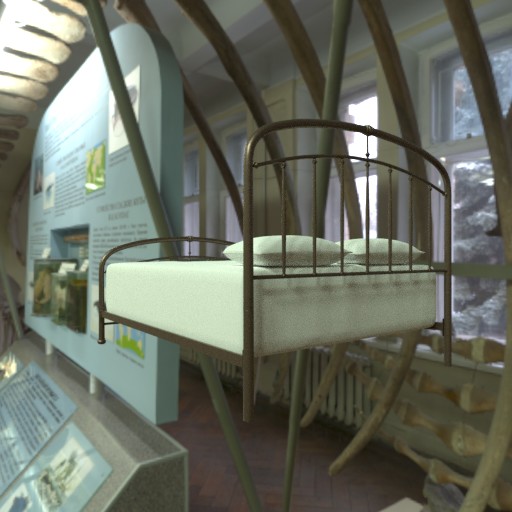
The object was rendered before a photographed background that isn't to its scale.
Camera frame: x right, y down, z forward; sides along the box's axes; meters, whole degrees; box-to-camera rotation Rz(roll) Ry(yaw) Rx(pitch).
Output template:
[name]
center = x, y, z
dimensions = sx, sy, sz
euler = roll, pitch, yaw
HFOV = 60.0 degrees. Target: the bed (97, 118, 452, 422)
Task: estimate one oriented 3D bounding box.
[bed]
center = 0.000, 0.000, 3.335
dimensions = 1.711, 1.475, 2.168
euler = 0, 0, -36
